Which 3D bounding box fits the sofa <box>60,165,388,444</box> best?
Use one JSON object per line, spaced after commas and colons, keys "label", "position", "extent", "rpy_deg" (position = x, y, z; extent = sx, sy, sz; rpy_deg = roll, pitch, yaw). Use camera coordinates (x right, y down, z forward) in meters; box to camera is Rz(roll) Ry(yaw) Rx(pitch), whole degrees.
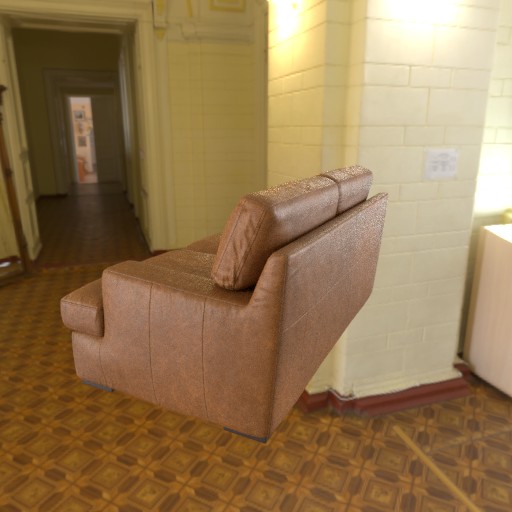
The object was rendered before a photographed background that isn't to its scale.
{"label": "sofa", "position": [0.000, 0.000, 2.555], "extent": [1.144, 0.966, 1.880], "rpy_deg": [8, 17, 25]}
